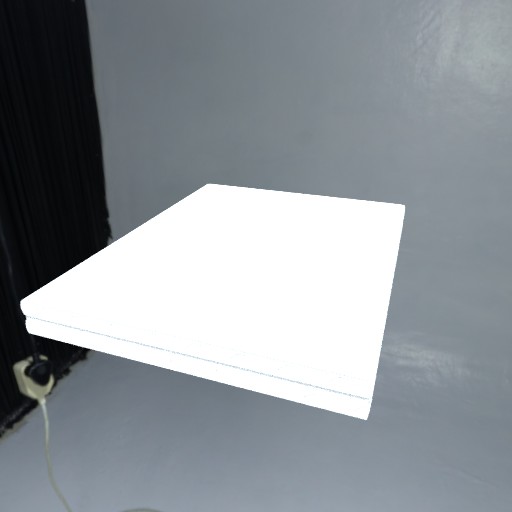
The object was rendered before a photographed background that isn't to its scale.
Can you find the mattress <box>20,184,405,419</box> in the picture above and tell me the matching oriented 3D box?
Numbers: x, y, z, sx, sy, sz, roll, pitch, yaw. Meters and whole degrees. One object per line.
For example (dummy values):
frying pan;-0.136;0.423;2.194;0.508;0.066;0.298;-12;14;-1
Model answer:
mattress;0.000;0.000;2.677;1.600;0.200;2.000;9;27;18
